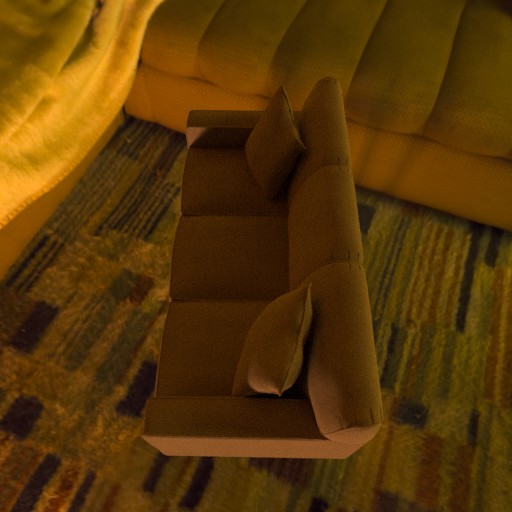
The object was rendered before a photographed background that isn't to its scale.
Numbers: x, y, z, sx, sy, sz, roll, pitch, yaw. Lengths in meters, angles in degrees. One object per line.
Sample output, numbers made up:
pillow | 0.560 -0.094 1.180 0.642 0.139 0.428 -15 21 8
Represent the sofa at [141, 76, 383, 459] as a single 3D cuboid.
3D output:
sofa | 0.000 0.000 2.496 0.997 0.958 2.024 1 58 1
